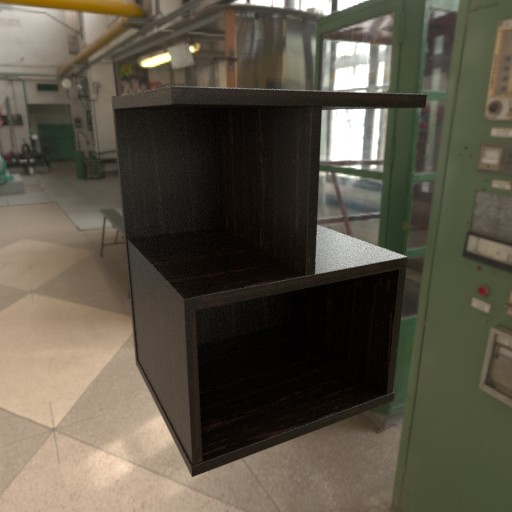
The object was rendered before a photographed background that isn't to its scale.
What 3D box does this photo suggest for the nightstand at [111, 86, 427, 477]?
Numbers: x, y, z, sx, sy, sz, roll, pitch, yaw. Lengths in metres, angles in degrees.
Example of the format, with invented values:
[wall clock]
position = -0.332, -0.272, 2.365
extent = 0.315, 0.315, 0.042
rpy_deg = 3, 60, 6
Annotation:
[nightstand]
position = 0.000, 0.000, 0.817
extent = 0.400, 0.559, 0.356
rpy_deg = -9, 19, -26
